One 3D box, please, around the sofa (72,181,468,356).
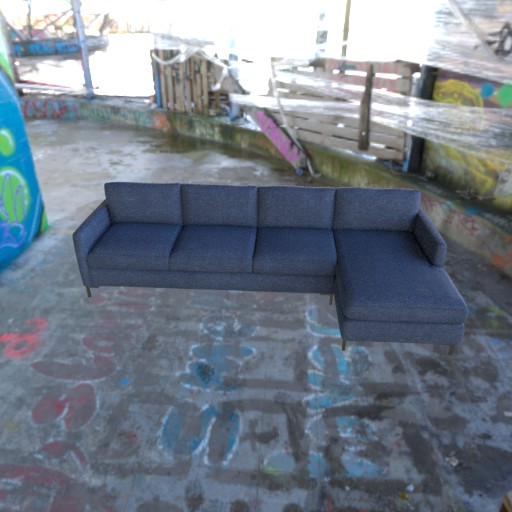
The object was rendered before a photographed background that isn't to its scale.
[{"bbox_3d":[0.000,0.000,3.566,2.932,0.810,1.350,2,30,3],"label":"sofa"}]
